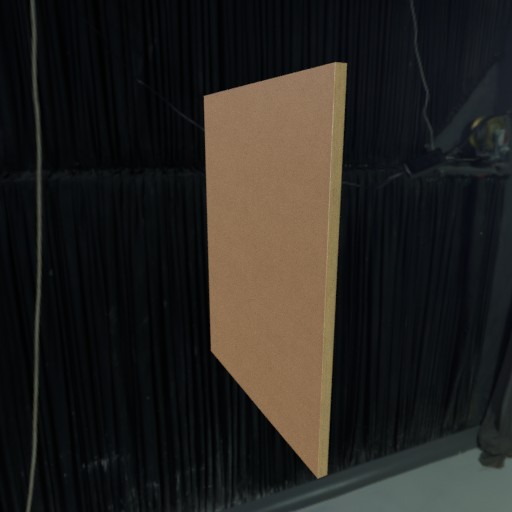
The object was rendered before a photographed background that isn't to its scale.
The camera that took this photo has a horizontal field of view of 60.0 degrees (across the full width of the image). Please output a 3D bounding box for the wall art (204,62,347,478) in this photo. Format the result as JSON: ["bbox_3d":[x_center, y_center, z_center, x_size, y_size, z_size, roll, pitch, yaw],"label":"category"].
[{"bbox_3d":[0.000,0.000,1.377,0.030,1.002,0.798,-7,16,-25],"label":"wall art"}]
